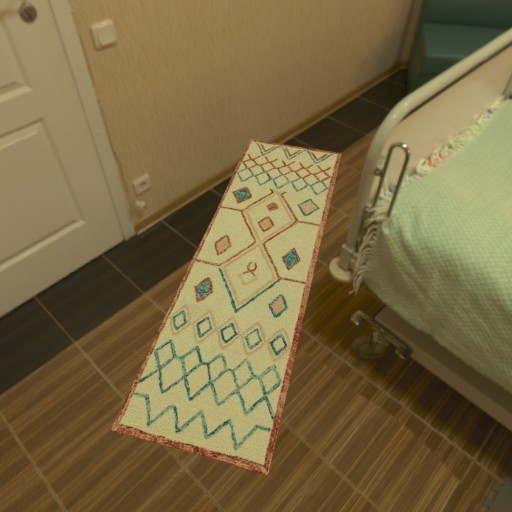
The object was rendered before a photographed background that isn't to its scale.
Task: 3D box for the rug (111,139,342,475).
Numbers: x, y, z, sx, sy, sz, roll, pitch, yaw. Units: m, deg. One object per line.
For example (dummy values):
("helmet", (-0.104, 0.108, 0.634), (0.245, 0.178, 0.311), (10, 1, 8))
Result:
("rug", (0.000, 0.000, 2.766), (0.750, 0.011, 2.435), (11, 49, 10))
